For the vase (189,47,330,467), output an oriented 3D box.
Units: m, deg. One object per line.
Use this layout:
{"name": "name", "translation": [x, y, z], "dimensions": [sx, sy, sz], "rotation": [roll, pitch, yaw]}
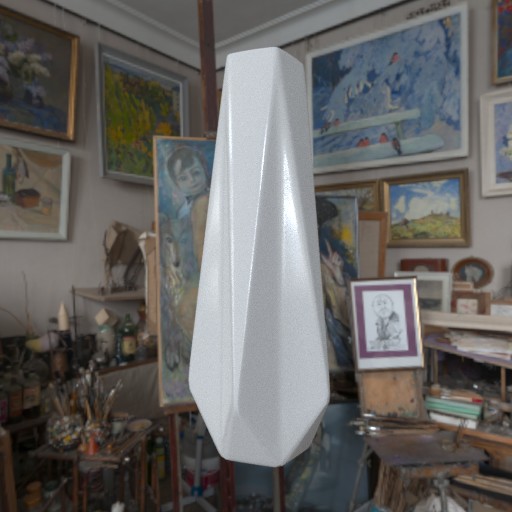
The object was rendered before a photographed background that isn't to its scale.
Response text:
{"name": "vase", "translation": [0.000, 0.000, 0.382], "dimensions": [0.116, 0.329, 0.122], "rotation": [0, 0, 1]}
